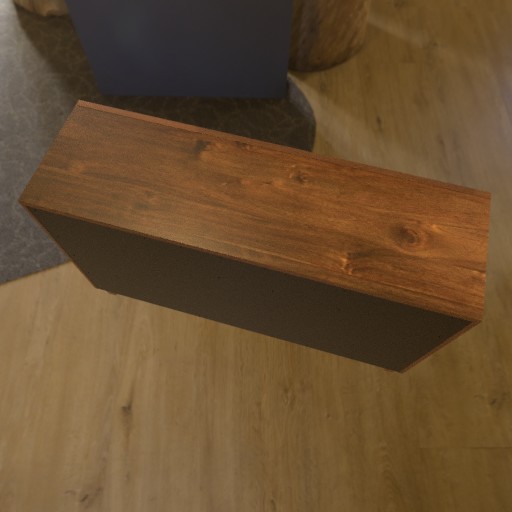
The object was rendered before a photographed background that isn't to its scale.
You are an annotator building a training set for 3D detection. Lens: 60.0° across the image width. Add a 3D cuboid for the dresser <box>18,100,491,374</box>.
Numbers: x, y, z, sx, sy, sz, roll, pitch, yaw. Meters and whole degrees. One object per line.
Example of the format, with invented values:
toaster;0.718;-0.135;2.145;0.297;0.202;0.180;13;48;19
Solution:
dresser;0.000;0.000;1.764;1.400;0.873;0.446;14;65;7
